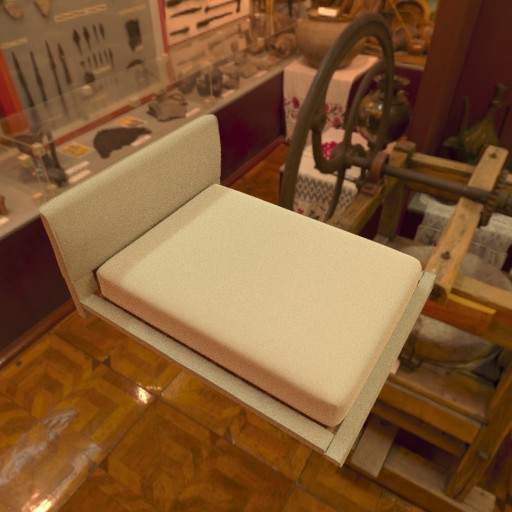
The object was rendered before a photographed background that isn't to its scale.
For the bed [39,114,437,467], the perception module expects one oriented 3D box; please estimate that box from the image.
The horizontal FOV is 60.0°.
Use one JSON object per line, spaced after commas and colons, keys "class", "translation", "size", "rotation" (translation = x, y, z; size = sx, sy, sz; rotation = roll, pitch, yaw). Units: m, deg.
{"class": "bed", "translation": [0.000, 0.000, 3.352], "size": [2.368, 1.067, 1.840], "rotation": [24, 47, 25]}
